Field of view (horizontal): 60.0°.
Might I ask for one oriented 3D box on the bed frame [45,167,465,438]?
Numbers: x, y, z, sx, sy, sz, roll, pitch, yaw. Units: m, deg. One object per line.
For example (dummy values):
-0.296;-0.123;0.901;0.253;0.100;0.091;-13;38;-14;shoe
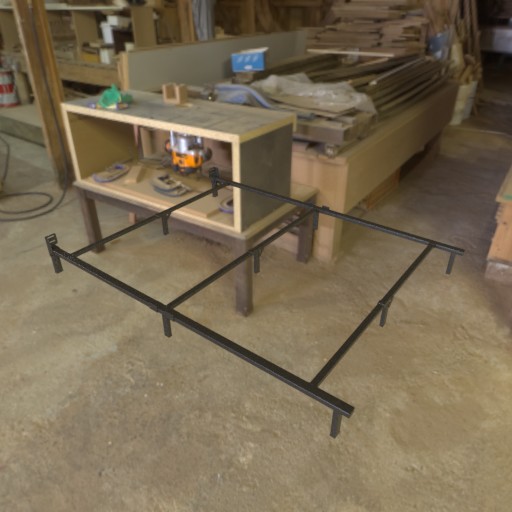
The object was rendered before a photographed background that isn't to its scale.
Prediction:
0.000;0.000;2.660;1.990;0.248;1.498;22;37;31;bed frame
